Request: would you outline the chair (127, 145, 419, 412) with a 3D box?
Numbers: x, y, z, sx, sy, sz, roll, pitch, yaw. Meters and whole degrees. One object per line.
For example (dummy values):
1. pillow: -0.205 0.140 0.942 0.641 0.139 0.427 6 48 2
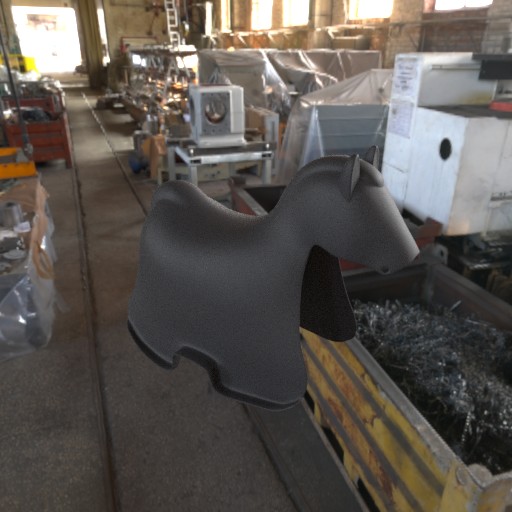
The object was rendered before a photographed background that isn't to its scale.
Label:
1. chair: 0.000 0.000 1.153 0.800 0.612 0.429 16 30 31
